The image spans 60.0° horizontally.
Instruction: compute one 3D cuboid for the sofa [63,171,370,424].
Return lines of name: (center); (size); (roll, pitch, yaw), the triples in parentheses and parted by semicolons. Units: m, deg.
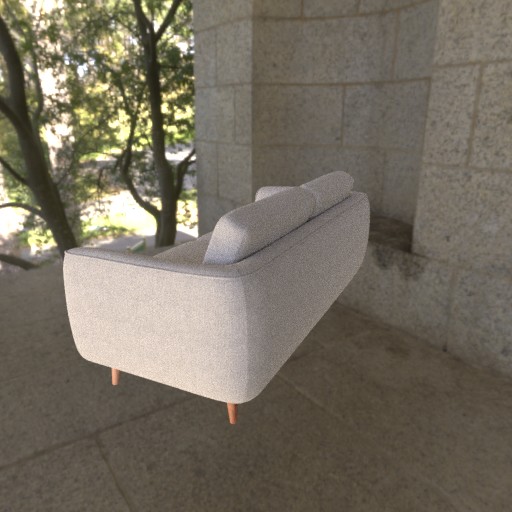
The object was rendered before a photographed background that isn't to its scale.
sofa: (0.000, 0.000, 2.517); (0.920, 0.850, 2.000); (8, 19, 25)
